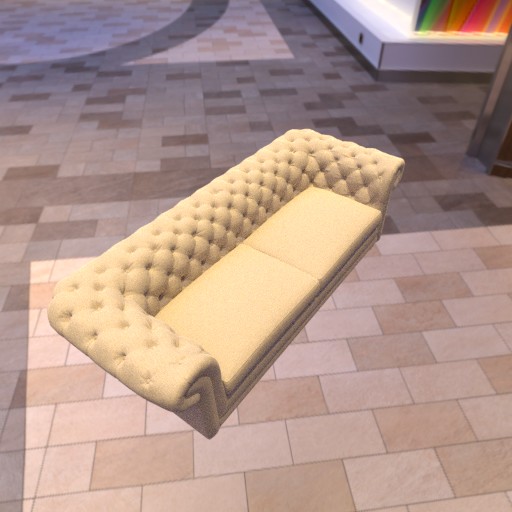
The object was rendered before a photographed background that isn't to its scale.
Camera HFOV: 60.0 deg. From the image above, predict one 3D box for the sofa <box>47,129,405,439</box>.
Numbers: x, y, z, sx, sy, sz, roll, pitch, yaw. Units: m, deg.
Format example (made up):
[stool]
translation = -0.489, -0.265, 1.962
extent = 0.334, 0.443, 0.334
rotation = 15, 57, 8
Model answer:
[sofa]
translation = 0.000, 0.000, 3.180
extent = 1.076, 0.847, 2.694
rotation = 26, 48, 26
